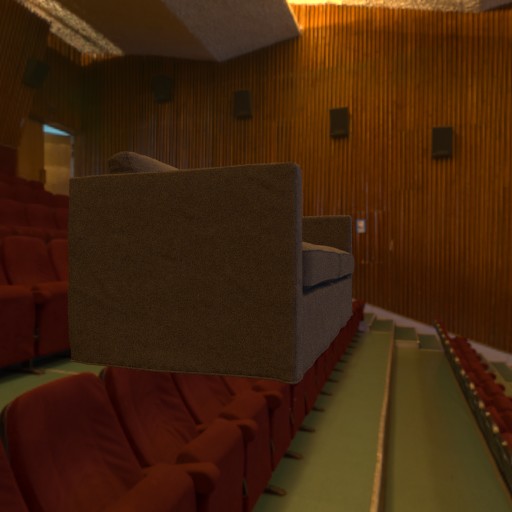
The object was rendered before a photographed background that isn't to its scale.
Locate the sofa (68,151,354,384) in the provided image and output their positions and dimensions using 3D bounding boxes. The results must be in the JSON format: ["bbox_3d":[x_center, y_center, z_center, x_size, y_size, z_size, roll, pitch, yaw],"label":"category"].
[{"bbox_3d":[0.000,0.000,2.510,0.953,0.855,1.982,0,-1,18],"label":"sofa"}]
